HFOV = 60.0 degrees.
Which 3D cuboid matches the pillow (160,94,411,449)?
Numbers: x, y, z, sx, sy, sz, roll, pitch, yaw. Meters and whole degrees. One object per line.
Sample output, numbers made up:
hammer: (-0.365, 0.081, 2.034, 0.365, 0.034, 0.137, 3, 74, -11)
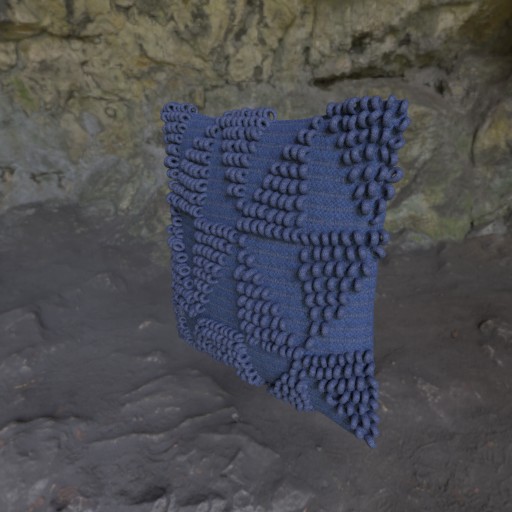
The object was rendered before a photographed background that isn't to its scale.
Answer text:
pillow: (0.000, 0.000, 0.695, 0.469, 0.466, 0.172, 17, 24, 42)
